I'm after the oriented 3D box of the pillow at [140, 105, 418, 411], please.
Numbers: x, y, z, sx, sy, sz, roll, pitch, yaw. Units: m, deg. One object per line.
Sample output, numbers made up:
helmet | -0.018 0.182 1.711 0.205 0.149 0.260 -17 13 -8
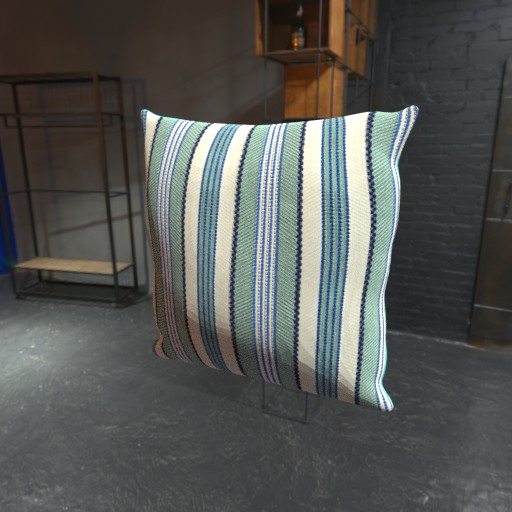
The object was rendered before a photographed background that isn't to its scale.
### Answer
pillow | 0.000 0.000 0.683 0.440 0.441 0.182 7 16 25
